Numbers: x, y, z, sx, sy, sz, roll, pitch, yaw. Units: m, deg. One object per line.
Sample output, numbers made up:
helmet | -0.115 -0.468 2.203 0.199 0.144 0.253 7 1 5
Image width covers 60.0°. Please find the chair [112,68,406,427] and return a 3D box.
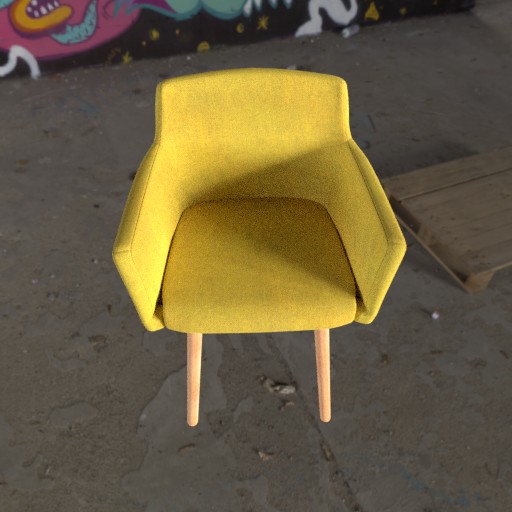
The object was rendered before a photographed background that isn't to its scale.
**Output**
chair | 0.000 0.000 1.176 0.570 0.780 0.570 -2 45 -2
